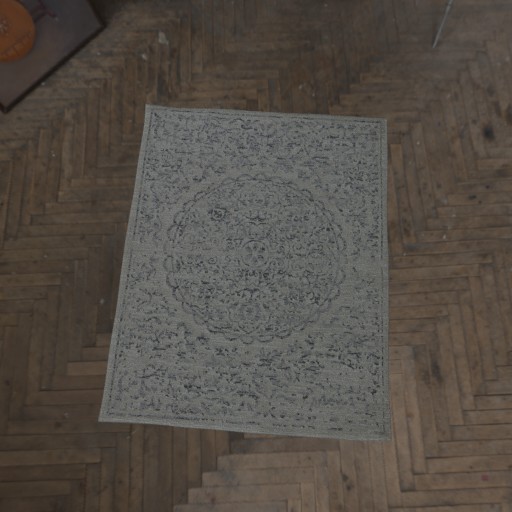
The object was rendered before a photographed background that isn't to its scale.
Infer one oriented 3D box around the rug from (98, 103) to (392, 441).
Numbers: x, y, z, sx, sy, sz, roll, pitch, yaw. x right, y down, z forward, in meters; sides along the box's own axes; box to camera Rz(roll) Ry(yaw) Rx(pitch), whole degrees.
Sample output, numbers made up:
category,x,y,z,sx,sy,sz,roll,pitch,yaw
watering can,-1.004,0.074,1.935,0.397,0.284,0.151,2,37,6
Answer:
category,x,y,z,sx,sy,sz,roll,pitch,yaw
rug,0.000,0.000,3.911,2.343,0.026,2.925,4,75,1
